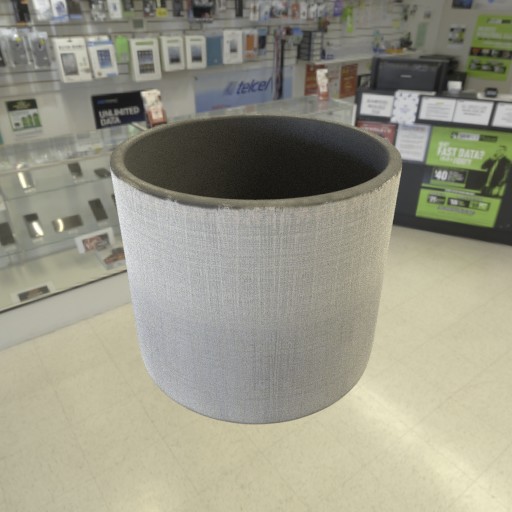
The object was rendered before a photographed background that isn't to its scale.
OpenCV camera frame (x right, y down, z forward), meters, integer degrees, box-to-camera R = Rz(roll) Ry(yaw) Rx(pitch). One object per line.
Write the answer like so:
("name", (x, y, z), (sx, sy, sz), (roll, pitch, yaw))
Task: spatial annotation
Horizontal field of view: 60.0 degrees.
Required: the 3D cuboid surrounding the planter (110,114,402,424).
("planter", (0.000, 0.000, 0.399), (0.226, 0.201, 0.226), (0, 31, 0))
